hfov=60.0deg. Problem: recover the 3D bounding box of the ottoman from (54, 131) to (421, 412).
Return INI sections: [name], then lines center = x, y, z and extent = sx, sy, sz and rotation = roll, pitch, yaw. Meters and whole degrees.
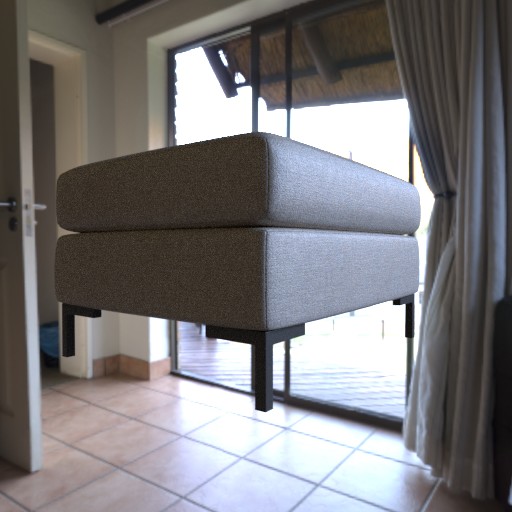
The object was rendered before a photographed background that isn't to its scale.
[ottoman]
center = 0.000, 0.000, 1.206
extent = 0.671, 0.490, 0.820
rotation = 1, 1, 37
